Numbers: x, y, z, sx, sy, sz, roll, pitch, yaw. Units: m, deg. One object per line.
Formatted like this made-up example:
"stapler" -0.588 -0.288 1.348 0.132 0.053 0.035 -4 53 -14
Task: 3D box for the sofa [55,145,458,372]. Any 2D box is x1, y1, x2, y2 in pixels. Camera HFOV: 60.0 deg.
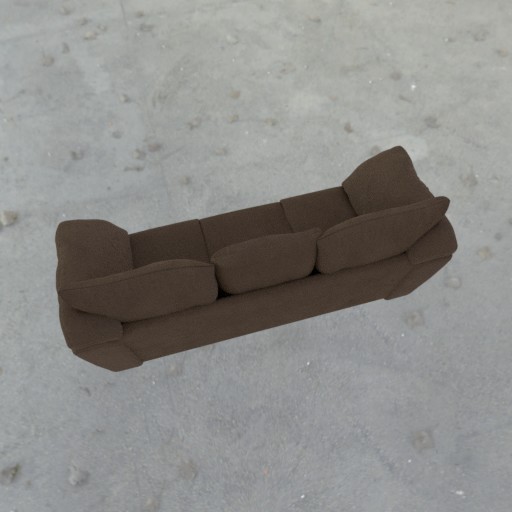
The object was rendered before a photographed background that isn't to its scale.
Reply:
"sofa" 0.000 0.000 2.858 2.336 1.015 0.878 -13 60 -8
